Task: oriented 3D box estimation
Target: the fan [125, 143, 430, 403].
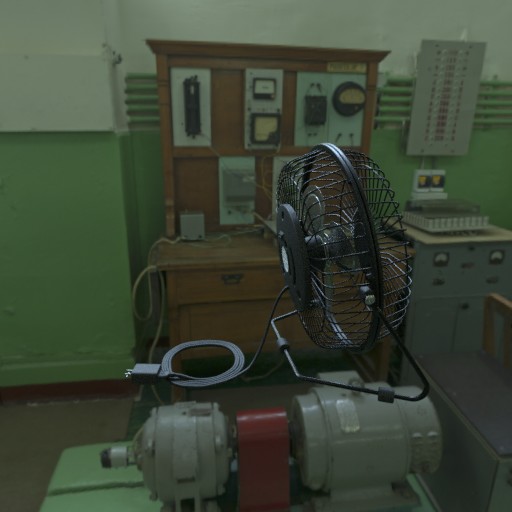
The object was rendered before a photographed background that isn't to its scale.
[{"bbox_3d":[0.000,0.000,0.381,0.227,0.188,0.209,-3,17,-10],"label":"fan"}]
